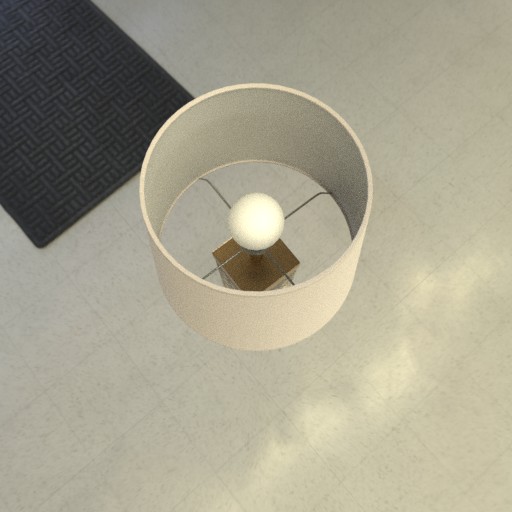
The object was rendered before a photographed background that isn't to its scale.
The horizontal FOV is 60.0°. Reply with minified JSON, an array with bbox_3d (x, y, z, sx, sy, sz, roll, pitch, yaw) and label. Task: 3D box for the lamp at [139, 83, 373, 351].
[{"bbox_3d":[0.000,0.000,0.584,0.251,0.435,0.251,0,73,0],"label":"lamp"}]
